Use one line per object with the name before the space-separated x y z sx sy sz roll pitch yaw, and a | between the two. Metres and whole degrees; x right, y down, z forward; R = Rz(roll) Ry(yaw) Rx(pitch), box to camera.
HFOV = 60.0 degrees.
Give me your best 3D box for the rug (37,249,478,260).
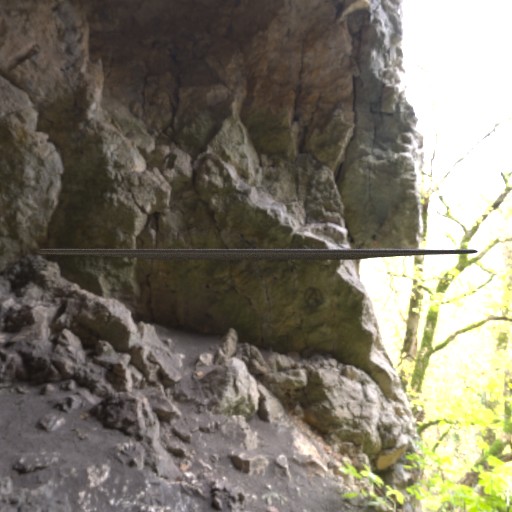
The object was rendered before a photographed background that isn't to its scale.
rug | 0.000 0.000 3.969 2.472 0.035 3.017 0 -1 0
